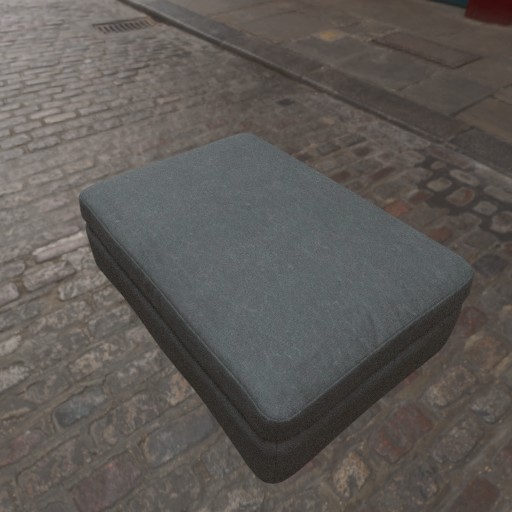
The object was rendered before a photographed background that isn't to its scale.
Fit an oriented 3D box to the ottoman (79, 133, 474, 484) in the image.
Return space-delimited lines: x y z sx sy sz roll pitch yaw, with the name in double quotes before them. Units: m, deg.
"ottoman" 0.000 0.000 1.577 0.840 0.429 1.199 -27 49 -27
